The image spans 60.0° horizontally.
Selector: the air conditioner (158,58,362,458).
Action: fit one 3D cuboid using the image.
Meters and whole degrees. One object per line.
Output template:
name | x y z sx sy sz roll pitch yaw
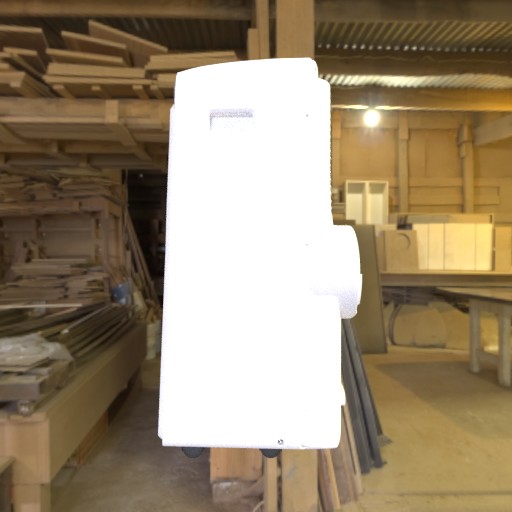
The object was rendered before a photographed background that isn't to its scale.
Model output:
air conditioner | 0.000 0.000 0.946 0.365 0.700 0.454 0 1 0
